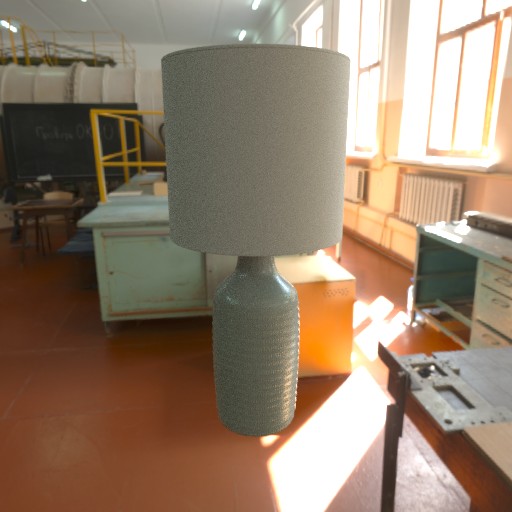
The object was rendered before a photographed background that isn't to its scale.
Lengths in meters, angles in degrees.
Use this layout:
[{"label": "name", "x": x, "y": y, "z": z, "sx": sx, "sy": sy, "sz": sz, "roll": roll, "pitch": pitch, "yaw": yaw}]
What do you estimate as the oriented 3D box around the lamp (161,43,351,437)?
[{"label": "lamp", "x": 0.000, "y": 0.000, "z": 0.587, "sx": 0.220, "sy": 0.475, "sz": 0.220, "roll": 7, "pitch": 17, "yaw": 26}]
